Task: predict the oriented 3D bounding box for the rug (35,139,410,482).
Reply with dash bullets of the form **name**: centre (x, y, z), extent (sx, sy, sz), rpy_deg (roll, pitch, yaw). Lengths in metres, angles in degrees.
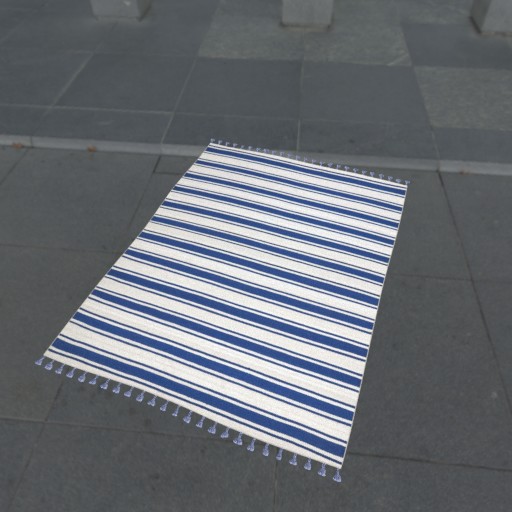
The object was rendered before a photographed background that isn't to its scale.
- **rug**: centre (0.000, 0.000, 4.279), extent (2.471, 0.016, 3.416), rpy_deg (16, 50, 14)
